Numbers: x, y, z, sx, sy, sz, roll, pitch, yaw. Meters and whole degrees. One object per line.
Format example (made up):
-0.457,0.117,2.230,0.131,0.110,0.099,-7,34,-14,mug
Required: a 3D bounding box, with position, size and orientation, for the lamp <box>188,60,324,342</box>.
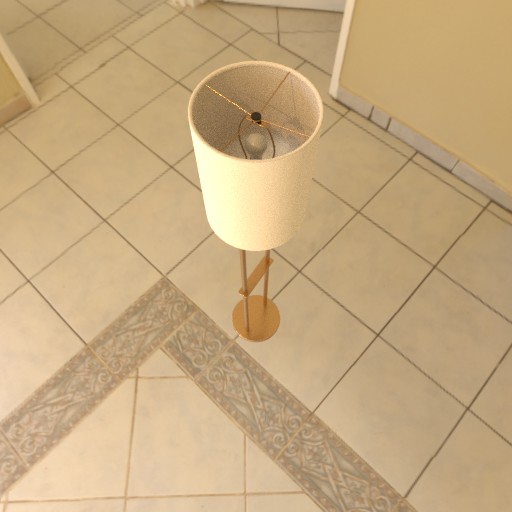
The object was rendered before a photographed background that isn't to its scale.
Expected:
0.000,0.000,1.668,0.305,1.500,0.306,31,68,14,lamp
